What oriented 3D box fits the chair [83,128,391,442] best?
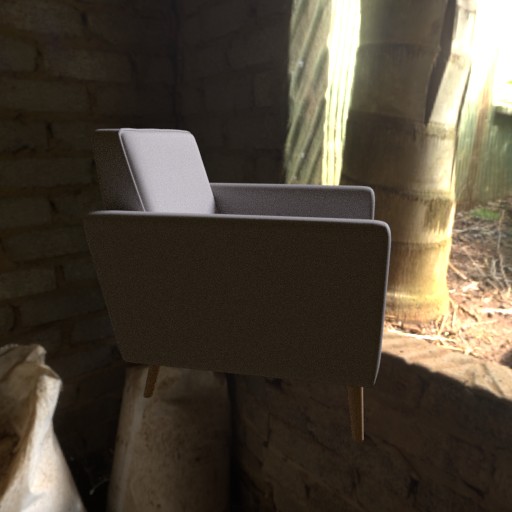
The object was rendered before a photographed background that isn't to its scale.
[{"bbox_3d":[0.000,0.000,1.413,0.750,0.780,0.780,3,15,11],"label":"chair"}]
